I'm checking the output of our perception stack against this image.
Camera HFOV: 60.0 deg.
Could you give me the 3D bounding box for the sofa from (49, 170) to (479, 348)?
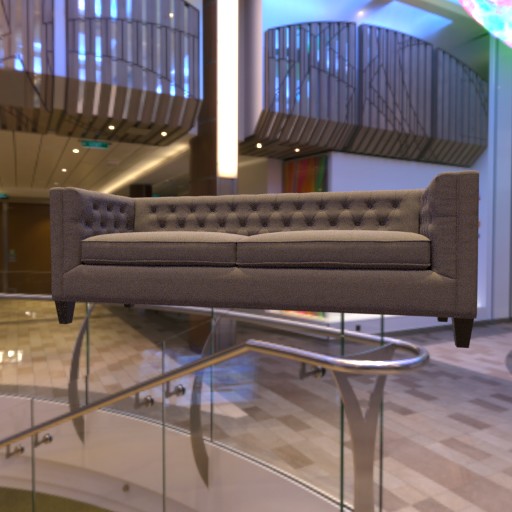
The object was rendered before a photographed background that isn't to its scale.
[{"bbox_3d":[0.000,0.000,2.522,2.159,0.762,0.775,0,2,16],"label":"sofa"}]
